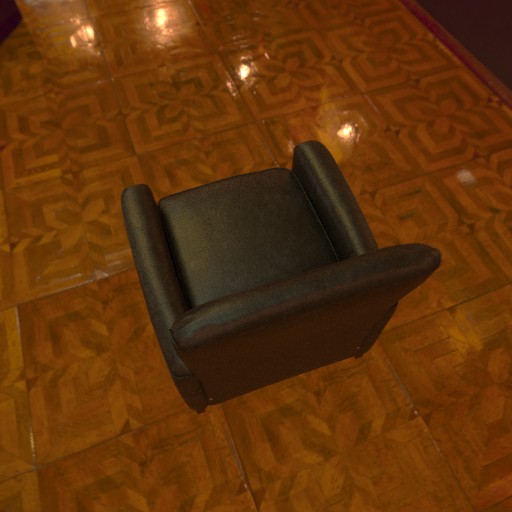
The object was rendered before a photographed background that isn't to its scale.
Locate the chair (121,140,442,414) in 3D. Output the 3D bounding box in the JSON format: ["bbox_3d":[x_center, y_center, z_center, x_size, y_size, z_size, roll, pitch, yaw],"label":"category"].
[{"bbox_3d":[0.000,0.000,1.615,0.848,1.014,0.864,-16,60,-10],"label":"chair"}]
